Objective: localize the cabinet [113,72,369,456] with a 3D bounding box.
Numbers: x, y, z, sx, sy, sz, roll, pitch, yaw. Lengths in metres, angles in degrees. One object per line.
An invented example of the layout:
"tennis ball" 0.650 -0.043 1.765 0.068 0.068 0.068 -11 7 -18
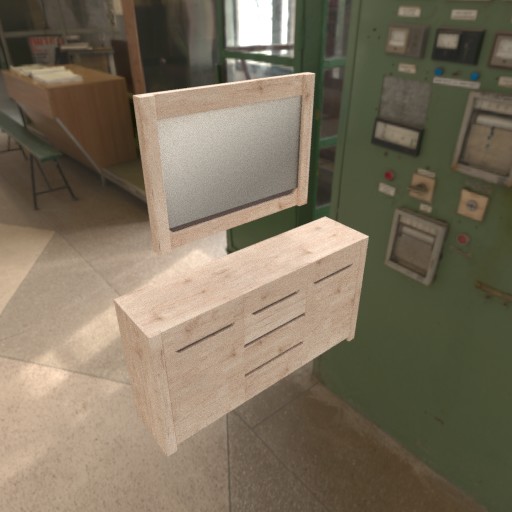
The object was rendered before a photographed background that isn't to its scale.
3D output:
"cabinet" 0.000 0.000 2.751 1.700 1.981 0.420 -22 37 -33
